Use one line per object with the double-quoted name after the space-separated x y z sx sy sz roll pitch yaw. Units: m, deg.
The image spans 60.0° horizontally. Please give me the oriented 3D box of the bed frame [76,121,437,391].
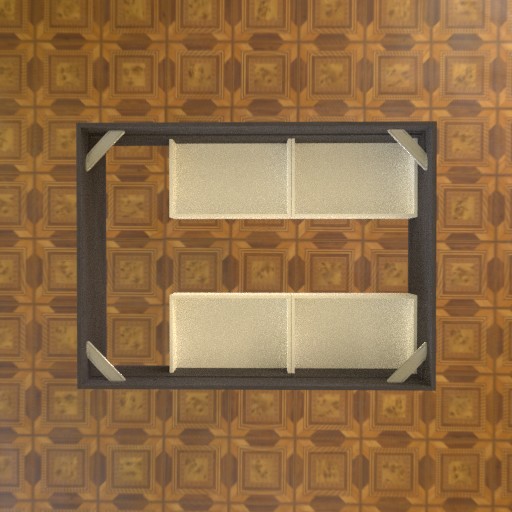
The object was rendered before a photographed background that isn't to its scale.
0.000 0.000 2.592 1.944 0.459 1.448 0 91 1 "bed frame"
